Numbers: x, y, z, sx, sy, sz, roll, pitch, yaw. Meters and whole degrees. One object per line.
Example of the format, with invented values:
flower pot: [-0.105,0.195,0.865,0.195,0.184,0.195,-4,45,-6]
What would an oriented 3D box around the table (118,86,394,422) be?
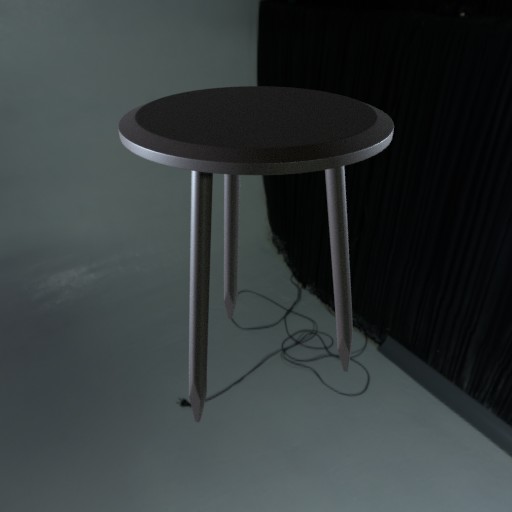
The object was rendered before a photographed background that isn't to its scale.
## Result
table: [0.000,0.000,0.910,0.457,0.585,0.457,0,32,0]
